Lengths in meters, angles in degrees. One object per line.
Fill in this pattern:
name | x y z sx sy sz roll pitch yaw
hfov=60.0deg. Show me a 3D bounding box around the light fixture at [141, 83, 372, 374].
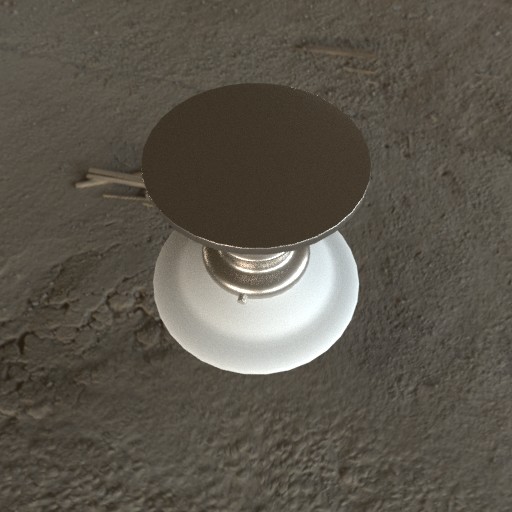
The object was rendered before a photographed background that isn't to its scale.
light fixture | 0.000 0.000 0.404 0.199 0.254 0.199 0 57 0
